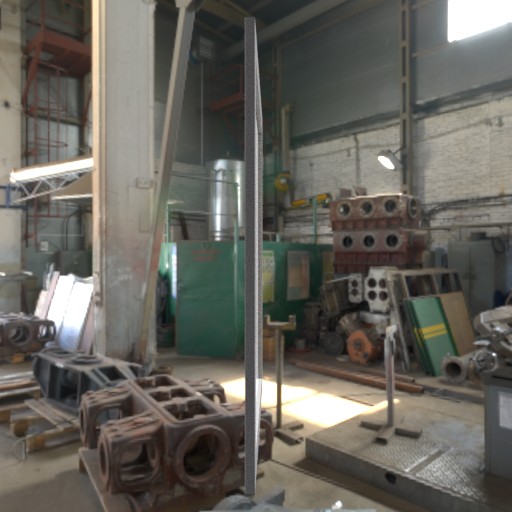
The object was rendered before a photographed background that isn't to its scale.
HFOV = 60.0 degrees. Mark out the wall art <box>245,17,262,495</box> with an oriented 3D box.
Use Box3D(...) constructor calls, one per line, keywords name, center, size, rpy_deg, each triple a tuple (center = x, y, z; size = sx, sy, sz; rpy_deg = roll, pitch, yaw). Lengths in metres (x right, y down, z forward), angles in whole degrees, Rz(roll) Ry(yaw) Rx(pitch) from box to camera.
Box3D(name="wall art", center=(0.000, 0.000, 0.676), size=(0.012, 0.529, 0.374), rpy_deg=(0, 0, 2))
